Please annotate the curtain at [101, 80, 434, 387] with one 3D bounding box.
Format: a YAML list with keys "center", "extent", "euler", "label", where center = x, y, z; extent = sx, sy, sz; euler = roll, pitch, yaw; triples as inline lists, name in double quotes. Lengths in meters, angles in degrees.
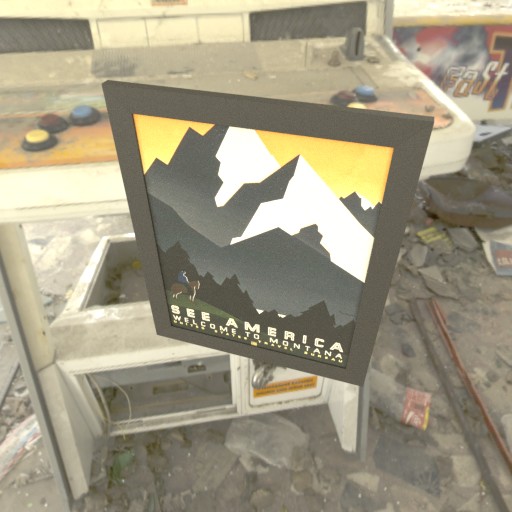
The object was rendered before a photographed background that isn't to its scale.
- center: [0.000, 0.000, 0.816]
  extent: [0.483, 0.585, 0.027]
  euler: [11, 41, 13]
  label: "curtain"
